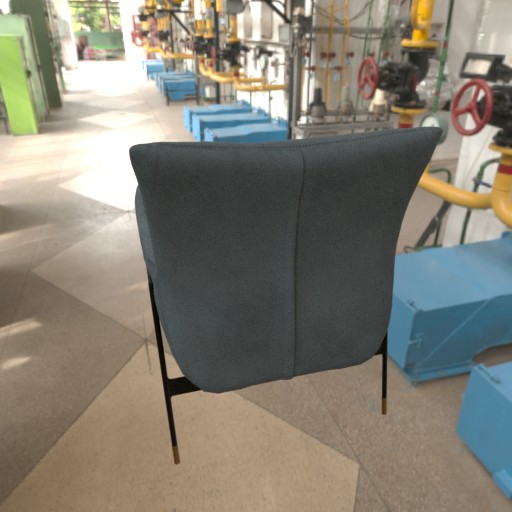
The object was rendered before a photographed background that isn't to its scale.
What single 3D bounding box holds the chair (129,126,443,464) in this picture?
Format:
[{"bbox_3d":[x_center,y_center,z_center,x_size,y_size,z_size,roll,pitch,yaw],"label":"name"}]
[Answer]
[{"bbox_3d":[0.000,0.000,1.362,0.678,0.858,0.709,-7,28,-14],"label":"chair"}]
